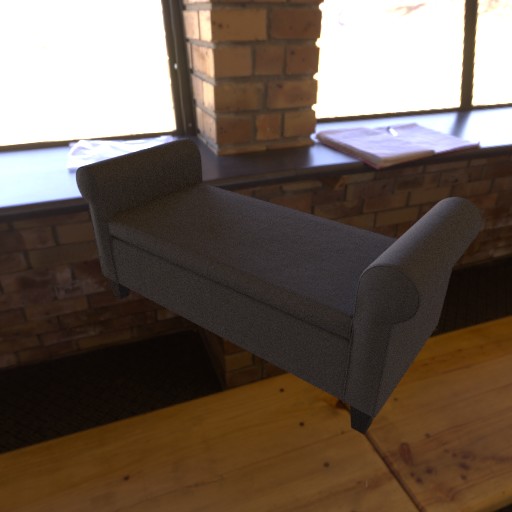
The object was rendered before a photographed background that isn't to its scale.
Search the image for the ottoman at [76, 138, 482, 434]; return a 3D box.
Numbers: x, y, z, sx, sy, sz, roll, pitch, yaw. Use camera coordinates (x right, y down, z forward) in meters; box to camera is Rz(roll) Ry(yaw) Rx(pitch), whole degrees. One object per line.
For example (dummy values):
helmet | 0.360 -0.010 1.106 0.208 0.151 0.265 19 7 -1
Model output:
ottoman | 0.000 0.000 1.536 1.256 0.547 0.521 21 35 32
